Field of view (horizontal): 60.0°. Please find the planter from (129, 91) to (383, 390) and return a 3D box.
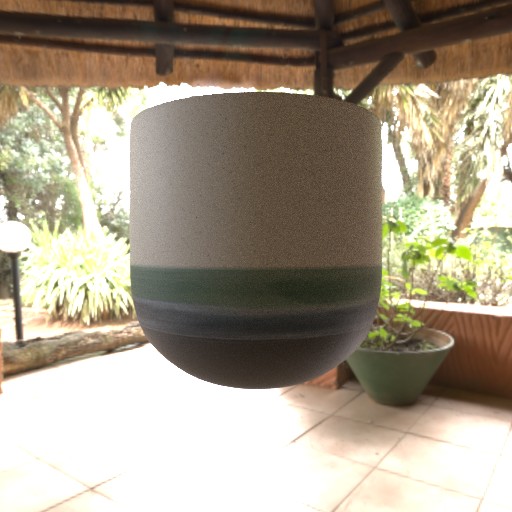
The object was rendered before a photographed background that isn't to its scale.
[{"bbox_3d":[0.000,0.000,0.489,0.268,0.270,0.268,0,1,0],"label":"planter"}]
